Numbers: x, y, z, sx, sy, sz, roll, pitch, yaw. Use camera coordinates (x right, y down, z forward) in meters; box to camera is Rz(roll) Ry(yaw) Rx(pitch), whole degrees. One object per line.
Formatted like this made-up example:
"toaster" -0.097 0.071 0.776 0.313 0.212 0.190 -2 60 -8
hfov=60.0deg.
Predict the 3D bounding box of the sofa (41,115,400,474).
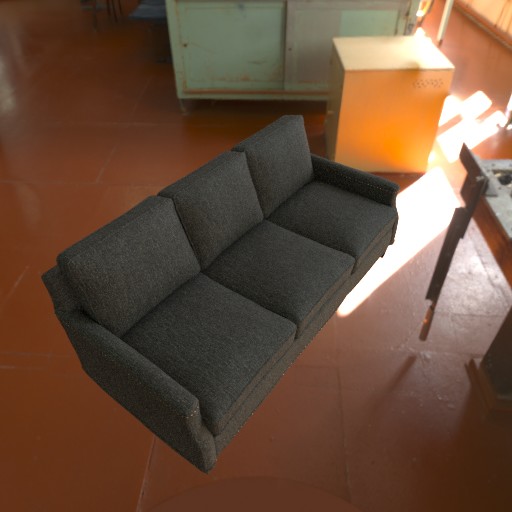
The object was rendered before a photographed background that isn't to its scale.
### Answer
"sofa" 0.000 0.000 2.829 1.084 1.003 2.246 27 48 27
